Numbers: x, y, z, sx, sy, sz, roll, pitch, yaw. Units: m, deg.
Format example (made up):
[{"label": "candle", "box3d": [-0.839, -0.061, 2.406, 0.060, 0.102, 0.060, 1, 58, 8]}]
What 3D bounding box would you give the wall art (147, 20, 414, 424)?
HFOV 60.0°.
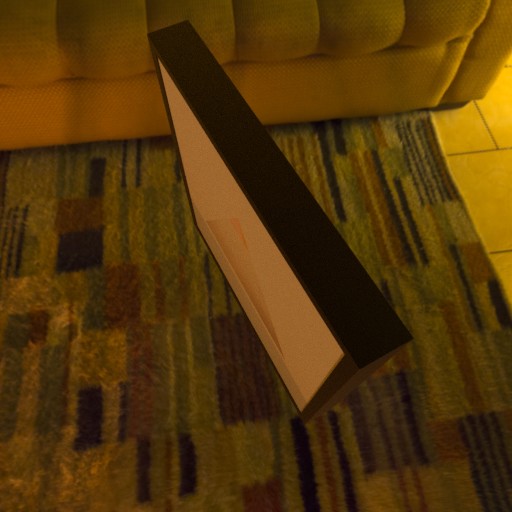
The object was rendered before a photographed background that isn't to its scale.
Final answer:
[{"label": "wall art", "box3d": [0.000, 0.000, 0.438, 0.037, 0.303, 0.304, -26, 67, -12]}]
